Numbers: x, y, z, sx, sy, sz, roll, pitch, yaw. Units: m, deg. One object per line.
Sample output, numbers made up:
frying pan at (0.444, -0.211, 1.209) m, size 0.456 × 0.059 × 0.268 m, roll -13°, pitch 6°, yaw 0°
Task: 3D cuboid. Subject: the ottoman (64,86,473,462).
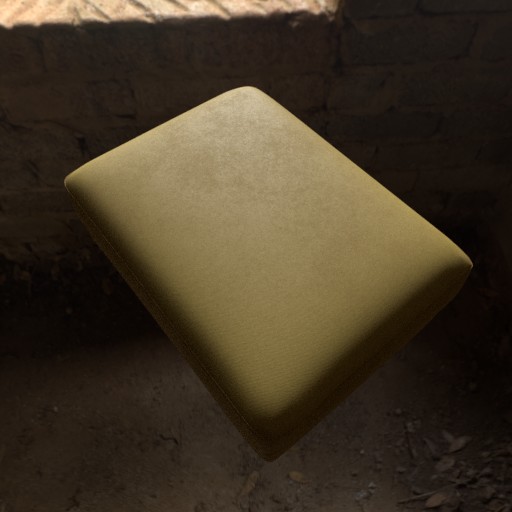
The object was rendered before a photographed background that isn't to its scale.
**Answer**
ottoman at (0.000, 0.000, 1.139) m, size 0.608 × 0.449 × 0.811 m, roll -35°, pitch 64°, yaw -20°
